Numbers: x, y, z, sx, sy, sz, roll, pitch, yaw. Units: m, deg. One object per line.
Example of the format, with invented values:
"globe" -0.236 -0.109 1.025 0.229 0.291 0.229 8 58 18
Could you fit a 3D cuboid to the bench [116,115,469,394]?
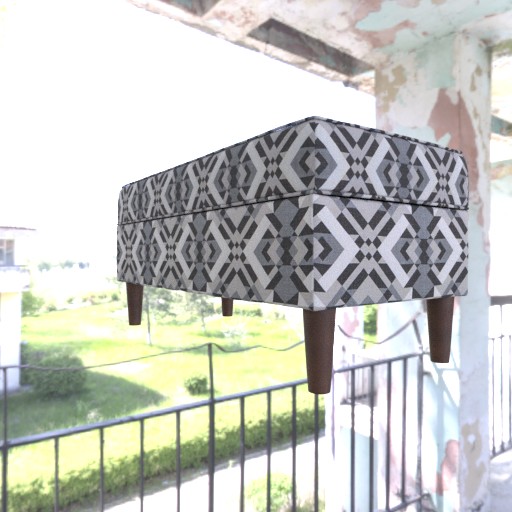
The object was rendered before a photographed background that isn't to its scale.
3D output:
"bench" 0.000 0.000 1.268 0.492 0.477 1.016 0 0 -36
